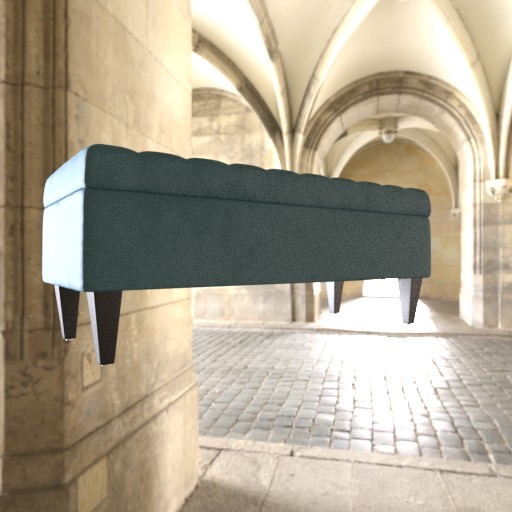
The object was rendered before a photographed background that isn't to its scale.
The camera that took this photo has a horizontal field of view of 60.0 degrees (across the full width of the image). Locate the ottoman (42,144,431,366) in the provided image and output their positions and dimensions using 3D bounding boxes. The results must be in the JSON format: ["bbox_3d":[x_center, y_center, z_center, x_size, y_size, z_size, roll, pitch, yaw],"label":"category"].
[{"bbox_3d":[0.000,0.000,1.383,1.151,0.469,0.482,0,0,-34],"label":"ottoman"}]
